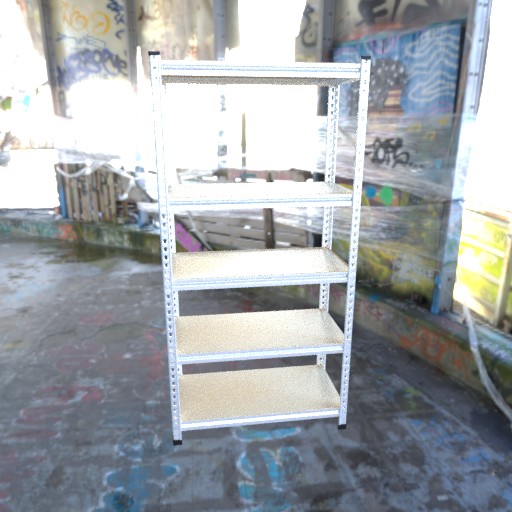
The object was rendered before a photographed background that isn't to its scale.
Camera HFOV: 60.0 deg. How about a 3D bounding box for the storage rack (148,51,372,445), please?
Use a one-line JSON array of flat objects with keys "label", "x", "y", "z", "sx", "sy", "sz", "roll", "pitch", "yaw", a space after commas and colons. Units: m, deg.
[{"label": "storage rack", "x": 0.000, "y": 0.000, "z": 2.257, "sx": 0.914, "sy": 1.829, "sz": 0.457, "roll": -2, "pitch": 17, "yaw": -8}]
